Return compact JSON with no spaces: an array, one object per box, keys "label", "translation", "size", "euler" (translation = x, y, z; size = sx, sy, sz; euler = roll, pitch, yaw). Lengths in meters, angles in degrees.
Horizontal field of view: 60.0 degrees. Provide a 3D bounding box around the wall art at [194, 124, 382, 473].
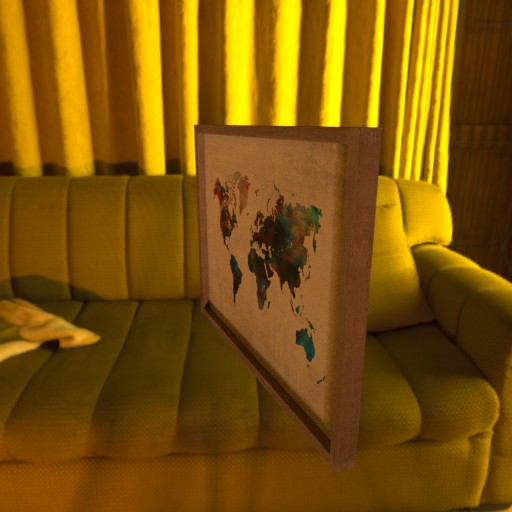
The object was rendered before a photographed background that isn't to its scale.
[{"label":"wall art","translation":[0.000,0.000,1.787],"size":[0.070,1.009,1.320],"euler":[-8,18,-24]}]
